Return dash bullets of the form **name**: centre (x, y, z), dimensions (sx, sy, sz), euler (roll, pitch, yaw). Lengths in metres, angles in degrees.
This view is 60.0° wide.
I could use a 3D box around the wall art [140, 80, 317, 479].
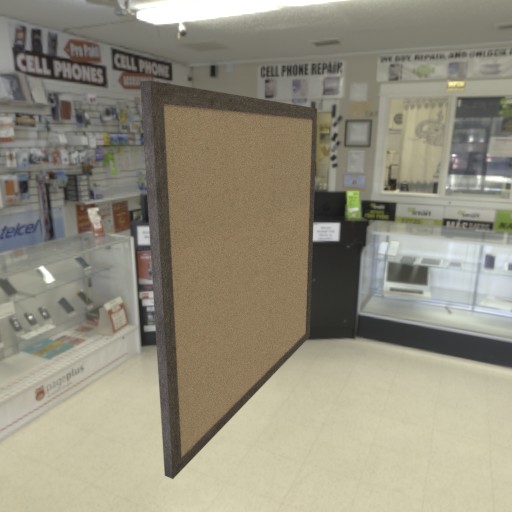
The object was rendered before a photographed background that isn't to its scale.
- **wall art**: centre (0.000, 0.000, 0.682), dimensions (0.013, 0.457, 0.457), euler (8, 17, 27)
